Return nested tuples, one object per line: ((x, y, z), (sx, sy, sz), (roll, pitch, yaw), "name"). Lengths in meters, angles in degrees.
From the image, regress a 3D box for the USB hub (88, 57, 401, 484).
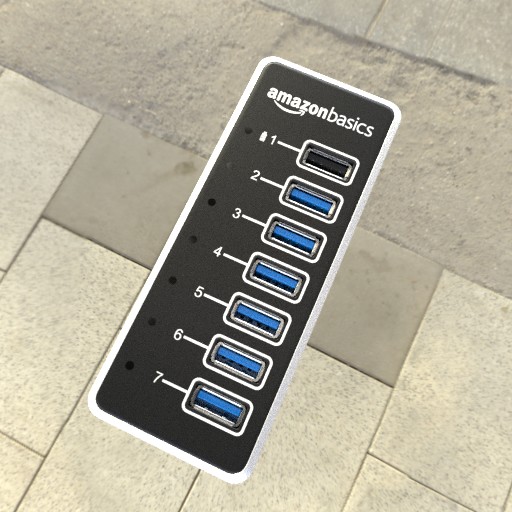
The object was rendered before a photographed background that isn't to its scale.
((0.000, 0.000, 0.127), (0.044, 0.023, 0.110), (24, 78, 5), "USB hub")
